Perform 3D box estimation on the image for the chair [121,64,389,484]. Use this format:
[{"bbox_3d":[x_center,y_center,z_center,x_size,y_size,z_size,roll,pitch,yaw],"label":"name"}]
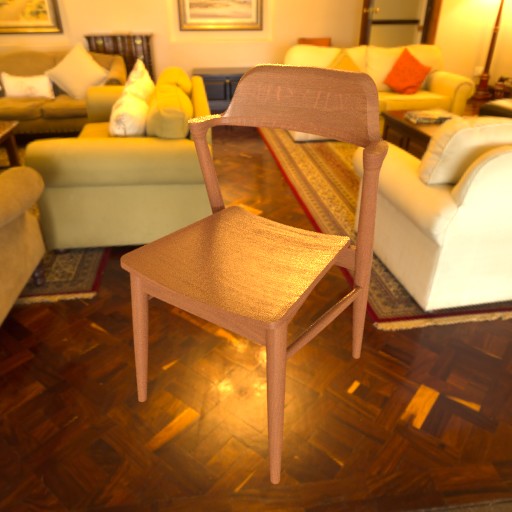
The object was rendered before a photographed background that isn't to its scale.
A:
[{"bbox_3d":[0.000,0.000,1.072,0.496,0.801,0.499,18,35,29],"label":"chair"}]
